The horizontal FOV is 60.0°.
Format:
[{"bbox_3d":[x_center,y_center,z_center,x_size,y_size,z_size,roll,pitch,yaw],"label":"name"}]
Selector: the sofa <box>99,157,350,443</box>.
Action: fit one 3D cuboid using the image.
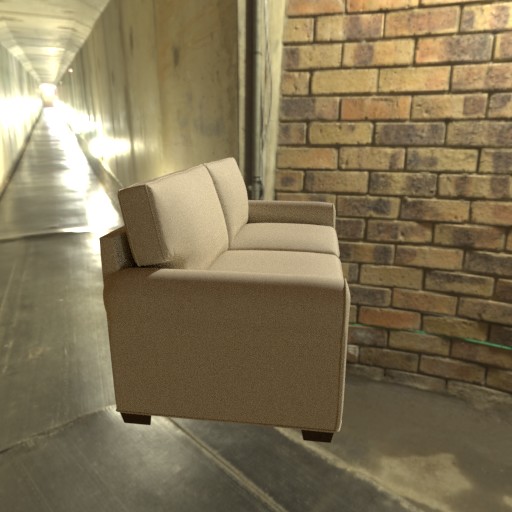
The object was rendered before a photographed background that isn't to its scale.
[{"bbox_3d":[0.000,0.000,2.295,0.861,0.933,1.774,2,16,8],"label":"sofa"}]
